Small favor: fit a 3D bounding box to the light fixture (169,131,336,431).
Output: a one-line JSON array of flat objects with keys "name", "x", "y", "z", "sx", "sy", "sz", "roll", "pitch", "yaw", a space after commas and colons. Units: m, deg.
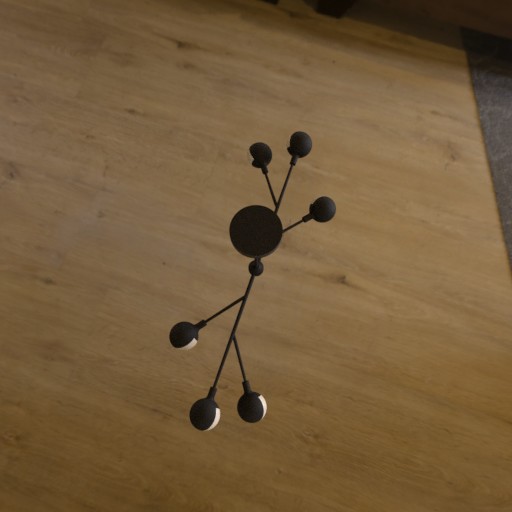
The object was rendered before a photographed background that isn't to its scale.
[{"name": "light fixture", "x": 0.000, "y": 0.000, "z": 1.009, "sx": 0.434, "sy": 0.362, "sz": 0.778, "roll": 34, "pitch": 77, "yaw": 9}]
